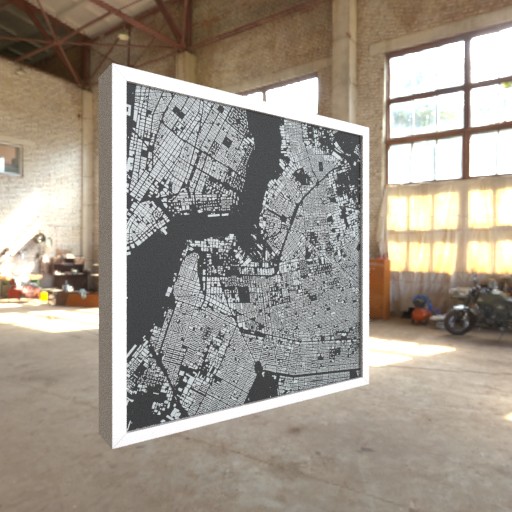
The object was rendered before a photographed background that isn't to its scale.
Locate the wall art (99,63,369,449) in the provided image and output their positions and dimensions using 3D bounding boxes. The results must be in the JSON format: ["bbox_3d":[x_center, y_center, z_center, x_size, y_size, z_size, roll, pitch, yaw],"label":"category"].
[{"bbox_3d":[0.000,0.000,0.453,0.305,0.305,0.037,0,0,-36],"label":"wall art"}]
